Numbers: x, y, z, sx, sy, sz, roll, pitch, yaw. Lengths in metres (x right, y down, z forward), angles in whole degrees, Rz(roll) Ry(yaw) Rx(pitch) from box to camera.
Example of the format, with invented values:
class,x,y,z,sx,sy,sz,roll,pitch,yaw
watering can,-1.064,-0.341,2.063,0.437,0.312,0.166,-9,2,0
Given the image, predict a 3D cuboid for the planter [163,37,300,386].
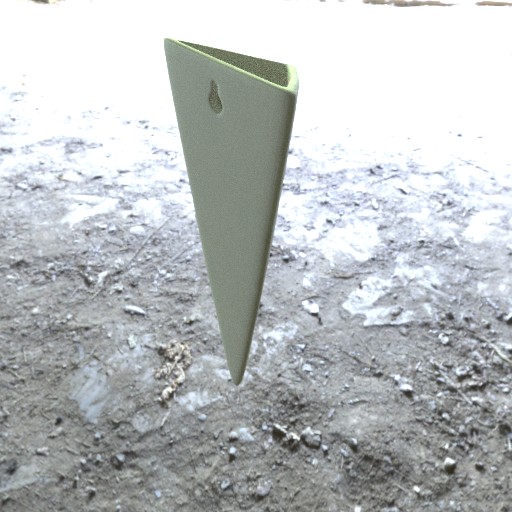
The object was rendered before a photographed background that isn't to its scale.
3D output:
class,x,y,z,sx,sy,sz,roll,pitch,yaw
planter,0.000,0.000,0.391,0.065,0.338,0.143,-25,46,-27
